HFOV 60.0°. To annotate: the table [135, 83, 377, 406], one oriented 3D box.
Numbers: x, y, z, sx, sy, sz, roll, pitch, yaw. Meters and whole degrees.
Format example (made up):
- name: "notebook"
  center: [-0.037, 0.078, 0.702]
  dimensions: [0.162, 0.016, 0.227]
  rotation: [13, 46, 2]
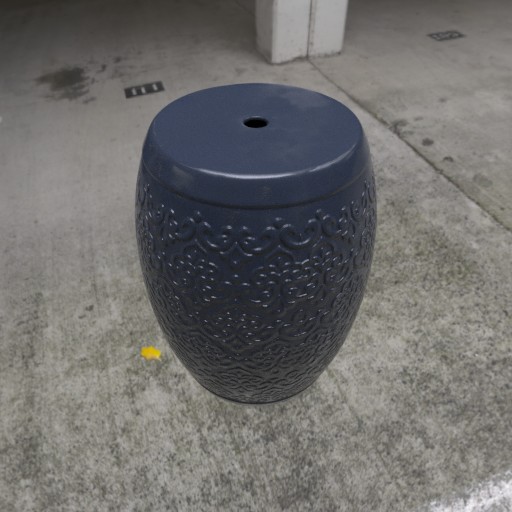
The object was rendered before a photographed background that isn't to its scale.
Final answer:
- name: "table"
  center: [0.000, 0.000, 0.616]
  dimensions: [0.309, 0.397, 0.309]
  rotation: [0, 42, 0]
